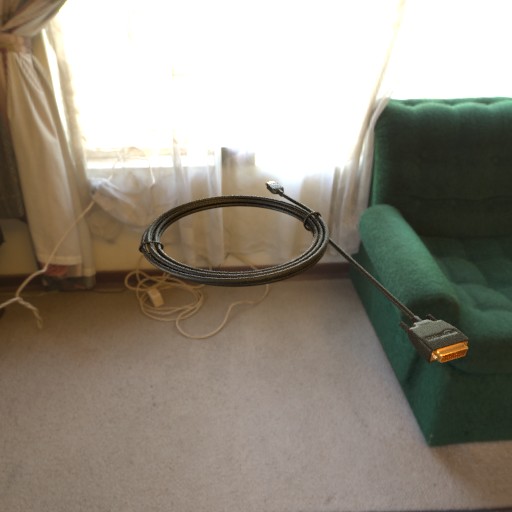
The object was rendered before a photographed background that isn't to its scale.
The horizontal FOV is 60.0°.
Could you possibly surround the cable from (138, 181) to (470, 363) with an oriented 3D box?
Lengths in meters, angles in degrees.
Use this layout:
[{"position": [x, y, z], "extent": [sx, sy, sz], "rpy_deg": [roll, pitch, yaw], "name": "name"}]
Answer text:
[{"position": [0.000, 0.000, 0.523], "extent": [0.257, 0.030, 0.422], "rpy_deg": [-11, 32, -18], "name": "cable"}]
